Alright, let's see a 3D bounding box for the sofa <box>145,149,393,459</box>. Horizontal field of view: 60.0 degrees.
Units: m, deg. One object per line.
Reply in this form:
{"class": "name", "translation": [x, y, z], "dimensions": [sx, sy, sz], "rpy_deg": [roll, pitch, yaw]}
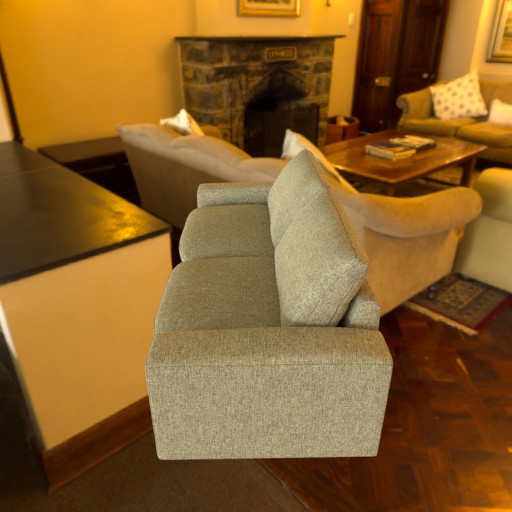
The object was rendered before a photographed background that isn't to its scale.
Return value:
{"class": "sofa", "translation": [0.000, 0.000, 2.791], "dimensions": [1.040, 0.922, 2.299], "rpy_deg": [-1, 27, -1]}
